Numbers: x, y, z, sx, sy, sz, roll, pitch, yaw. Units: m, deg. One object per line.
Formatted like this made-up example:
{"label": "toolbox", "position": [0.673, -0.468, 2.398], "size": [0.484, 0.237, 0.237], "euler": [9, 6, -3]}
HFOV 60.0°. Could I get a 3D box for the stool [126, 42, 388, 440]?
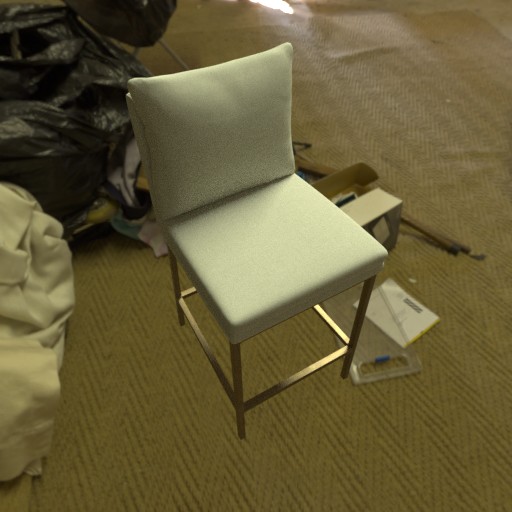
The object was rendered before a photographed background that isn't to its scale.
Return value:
{"label": "stool", "position": [0.000, 0.000, 1.322], "size": [0.463, 1.032, 0.572], "euler": [-23, 50, -21]}
